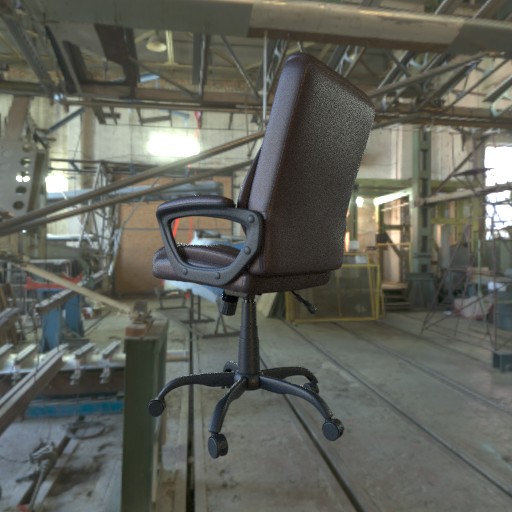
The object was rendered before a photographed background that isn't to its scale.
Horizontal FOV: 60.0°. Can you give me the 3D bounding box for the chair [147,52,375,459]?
[{"bbox_3d":[0.000,0.000,1.462,0.655,1.072,0.615,1,1,36],"label":"chair"}]
